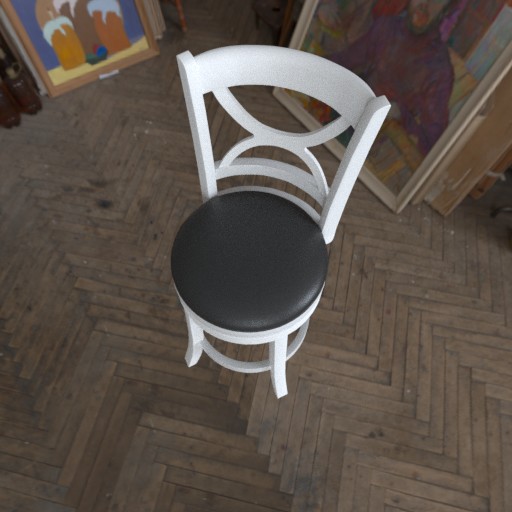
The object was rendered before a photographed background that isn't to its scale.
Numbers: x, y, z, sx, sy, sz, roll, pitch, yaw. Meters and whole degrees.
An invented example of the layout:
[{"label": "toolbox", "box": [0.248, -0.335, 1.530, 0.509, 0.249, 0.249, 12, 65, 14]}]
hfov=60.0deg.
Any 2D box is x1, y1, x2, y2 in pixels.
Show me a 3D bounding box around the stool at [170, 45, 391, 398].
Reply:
[{"label": "stool", "box": [0.000, 0.000, 1.225, 0.444, 0.953, 0.508, 17, 62, 9]}]
